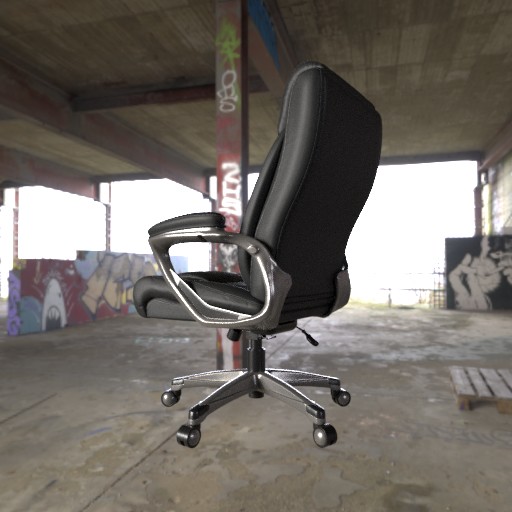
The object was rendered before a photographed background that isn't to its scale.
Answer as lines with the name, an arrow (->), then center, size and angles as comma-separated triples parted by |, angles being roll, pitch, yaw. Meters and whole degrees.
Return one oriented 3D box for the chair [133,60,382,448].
chair -> 0.000, 0.000, 1.630 | 0.784, 1.167, 0.741 | -1, -2, 36
